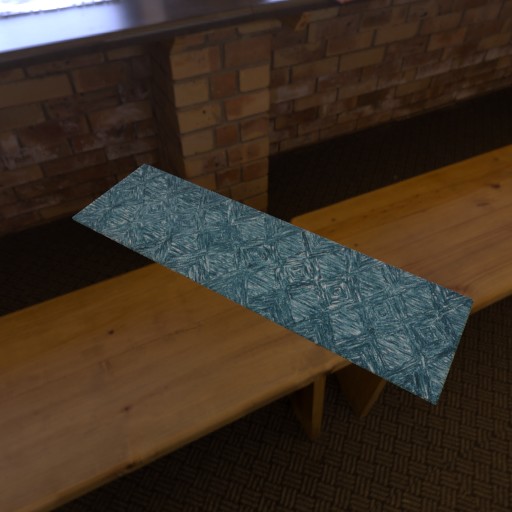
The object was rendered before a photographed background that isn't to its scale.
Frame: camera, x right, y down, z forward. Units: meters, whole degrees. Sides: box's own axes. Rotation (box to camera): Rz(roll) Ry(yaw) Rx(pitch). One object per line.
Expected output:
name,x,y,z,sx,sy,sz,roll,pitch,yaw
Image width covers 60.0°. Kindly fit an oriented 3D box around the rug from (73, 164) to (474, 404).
rug,0.000,0.000,2.551,2.286,0.016,0.676,25,52,21
